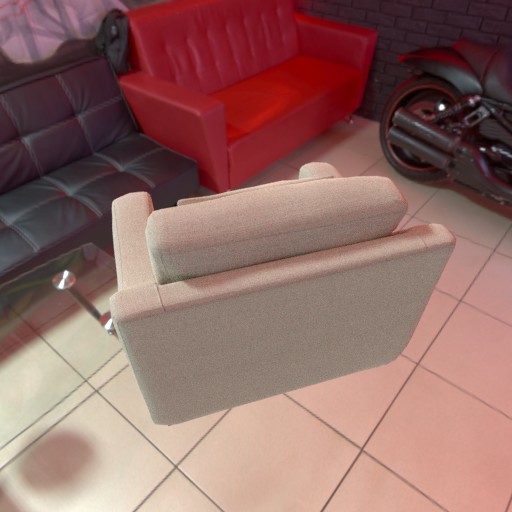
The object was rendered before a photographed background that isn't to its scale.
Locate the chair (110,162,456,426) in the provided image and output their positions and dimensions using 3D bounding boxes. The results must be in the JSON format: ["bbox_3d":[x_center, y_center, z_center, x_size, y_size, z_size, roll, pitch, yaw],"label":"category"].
[{"bbox_3d":[0.000,0.000,1.967,1.178,1.016,1.009,-12,44,-13],"label":"chair"}]
